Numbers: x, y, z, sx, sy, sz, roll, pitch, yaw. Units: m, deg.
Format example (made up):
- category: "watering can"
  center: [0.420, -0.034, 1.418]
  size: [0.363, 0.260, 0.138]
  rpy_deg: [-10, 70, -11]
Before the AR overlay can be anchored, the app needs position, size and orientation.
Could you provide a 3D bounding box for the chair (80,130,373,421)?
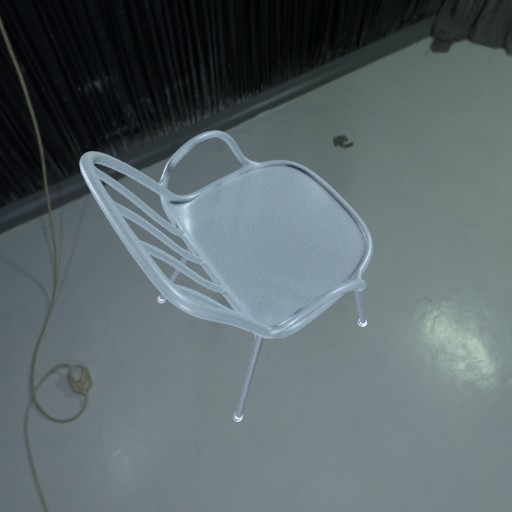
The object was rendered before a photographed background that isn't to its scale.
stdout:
- category: "chair"
  center: [0.000, 0.000, 1.178]
  size: [0.597, 0.816, 0.549]
  rpy_deg: [-31, 64, -17]
